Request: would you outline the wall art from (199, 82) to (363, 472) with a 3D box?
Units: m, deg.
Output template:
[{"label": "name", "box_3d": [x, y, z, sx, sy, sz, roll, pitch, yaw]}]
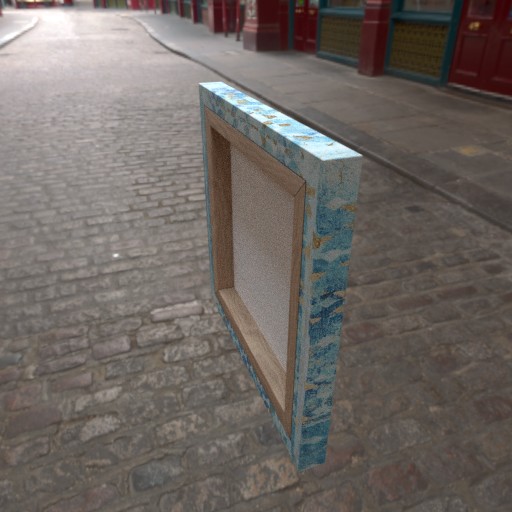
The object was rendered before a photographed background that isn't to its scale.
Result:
[{"label": "wall art", "box_3d": [0.000, 0.000, 0.627, 0.037, 0.405, 0.405, -11, 32, -18]}]
